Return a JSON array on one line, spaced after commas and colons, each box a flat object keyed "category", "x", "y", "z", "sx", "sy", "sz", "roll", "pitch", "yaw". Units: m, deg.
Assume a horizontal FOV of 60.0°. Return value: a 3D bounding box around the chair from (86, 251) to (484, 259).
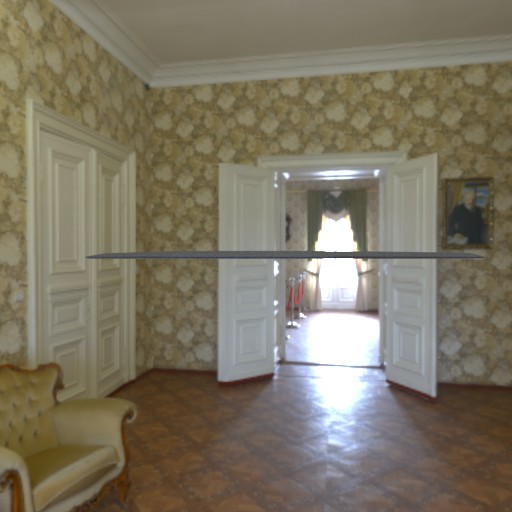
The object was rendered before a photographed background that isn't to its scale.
[{"category": "chair", "x": 0.000, "y": 0.000, "z": 1.896, "sx": 1.219, "sy": 0.024, "sz": 1.372, "roll": 0, "pitch": 0, "yaw": -36}]
